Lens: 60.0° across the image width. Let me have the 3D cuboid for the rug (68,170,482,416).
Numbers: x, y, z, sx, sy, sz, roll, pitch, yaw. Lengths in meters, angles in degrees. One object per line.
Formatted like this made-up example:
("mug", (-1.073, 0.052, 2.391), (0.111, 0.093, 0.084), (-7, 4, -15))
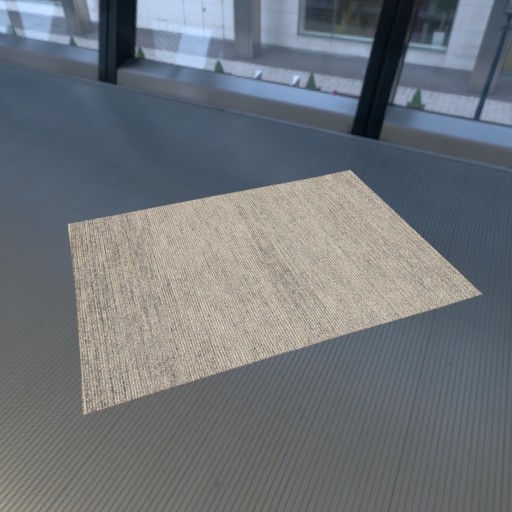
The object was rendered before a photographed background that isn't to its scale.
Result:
("rug", (0.000, 0.000, 2.915), (2.307, 0.030, 1.604), (-13, 42, -15))
